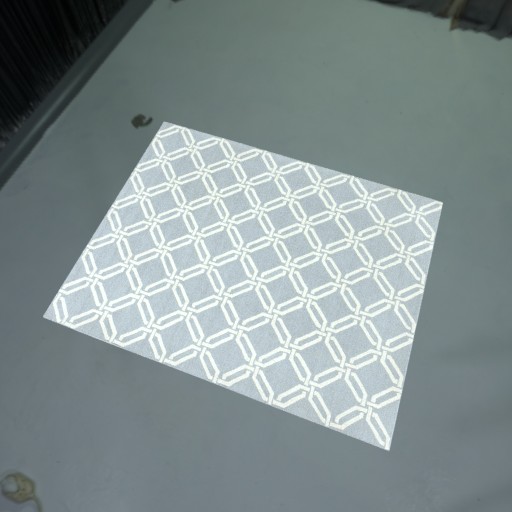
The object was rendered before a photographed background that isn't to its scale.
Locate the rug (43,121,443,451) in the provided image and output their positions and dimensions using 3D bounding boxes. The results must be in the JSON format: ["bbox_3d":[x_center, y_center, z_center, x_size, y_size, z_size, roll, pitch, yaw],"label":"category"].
[{"bbox_3d":[0.000,0.000,3.906,2.895,0.018,2.288,18,64,9],"label":"rug"}]
